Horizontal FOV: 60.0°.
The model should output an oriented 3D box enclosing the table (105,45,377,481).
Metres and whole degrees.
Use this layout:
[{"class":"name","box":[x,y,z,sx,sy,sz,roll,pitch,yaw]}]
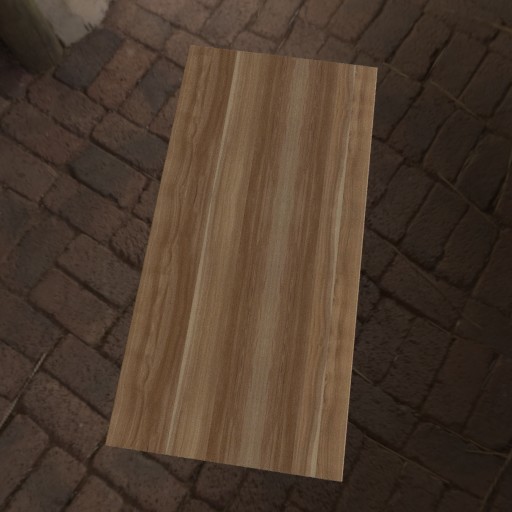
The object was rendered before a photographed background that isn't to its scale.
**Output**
[{"class":"table","box":[0.000,0.000,2.464,1.000,0.770,2.000,8,76,2]}]
